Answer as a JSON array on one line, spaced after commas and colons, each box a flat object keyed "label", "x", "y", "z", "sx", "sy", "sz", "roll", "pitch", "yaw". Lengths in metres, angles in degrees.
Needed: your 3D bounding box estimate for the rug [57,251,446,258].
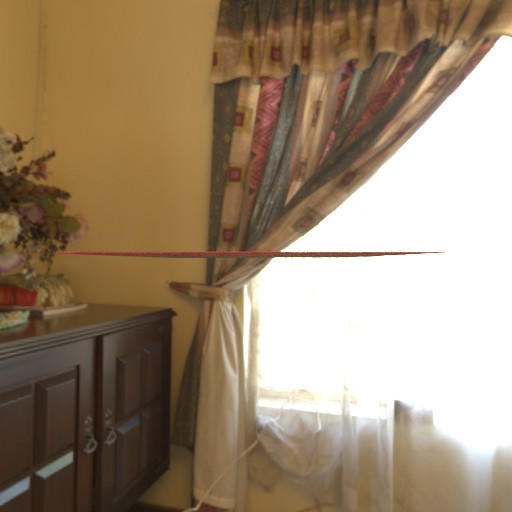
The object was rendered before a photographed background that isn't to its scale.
[{"label": "rug", "x": 0.000, "y": 0.000, "z": 4.369, "sx": 2.389, "sy": 0.011, "sz": 3.306, "roll": 0, "pitch": -1, "yaw": 1}]
